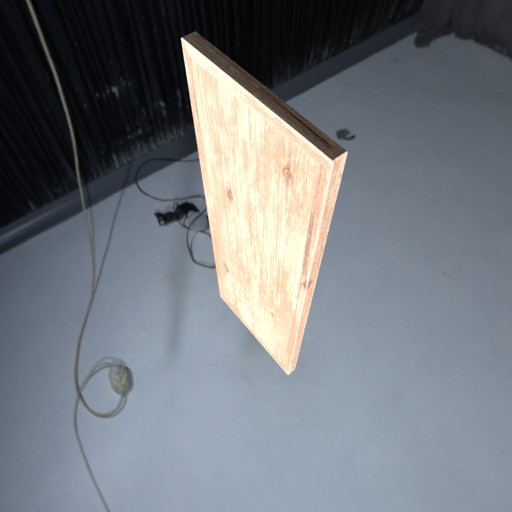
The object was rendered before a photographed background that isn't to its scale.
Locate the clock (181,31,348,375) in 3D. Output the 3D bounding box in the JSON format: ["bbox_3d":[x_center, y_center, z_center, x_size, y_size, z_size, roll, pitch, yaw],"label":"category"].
[{"bbox_3d":[0.000,0.000,1.081,0.030,0.965,0.361,-35,64,-19],"label":"clock"}]
